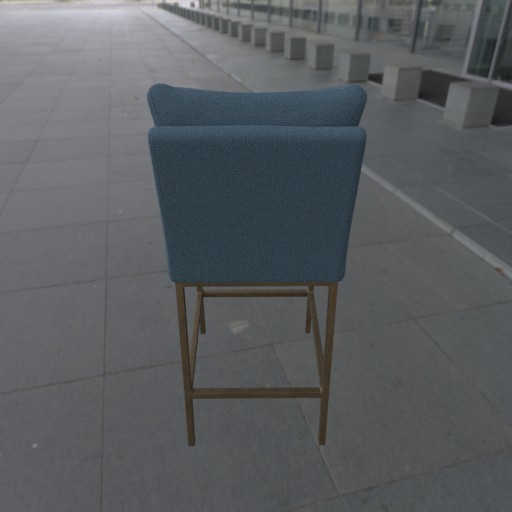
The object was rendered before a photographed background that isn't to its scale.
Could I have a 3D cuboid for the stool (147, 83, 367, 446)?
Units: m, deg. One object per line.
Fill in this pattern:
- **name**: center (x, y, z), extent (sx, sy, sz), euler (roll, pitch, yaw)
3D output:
- **stool**: center (0.000, 0.000, 1.315), extent (0.463, 1.032, 0.568), euler (0, 31, 0)
